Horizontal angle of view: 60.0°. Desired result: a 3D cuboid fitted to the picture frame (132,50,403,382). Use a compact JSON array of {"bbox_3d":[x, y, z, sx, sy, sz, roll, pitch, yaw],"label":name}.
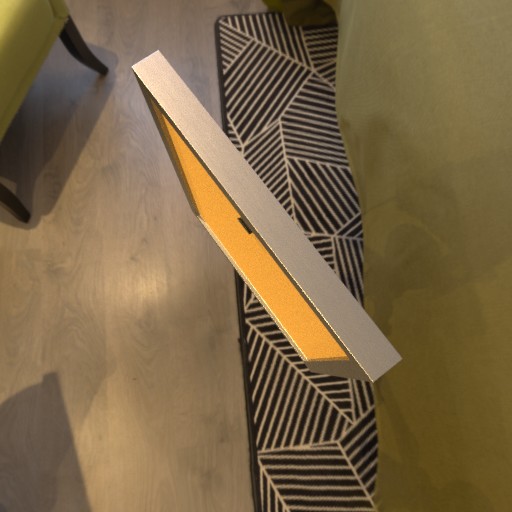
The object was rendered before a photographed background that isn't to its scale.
[{"bbox_3d":[0.000,0.000,1.381,0.073,0.968,0.839,-36,79,-8],"label":"picture frame"}]
